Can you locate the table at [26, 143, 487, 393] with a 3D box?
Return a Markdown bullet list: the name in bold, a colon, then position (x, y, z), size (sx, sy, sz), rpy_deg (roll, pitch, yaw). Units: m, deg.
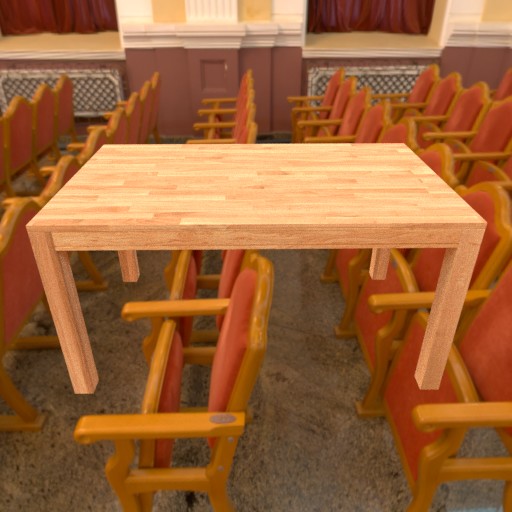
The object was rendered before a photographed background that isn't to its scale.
- **table**: position (0.000, 0.000, 2.022), size (1.500, 0.770, 0.900), rpy_deg (0, 30, -1)
